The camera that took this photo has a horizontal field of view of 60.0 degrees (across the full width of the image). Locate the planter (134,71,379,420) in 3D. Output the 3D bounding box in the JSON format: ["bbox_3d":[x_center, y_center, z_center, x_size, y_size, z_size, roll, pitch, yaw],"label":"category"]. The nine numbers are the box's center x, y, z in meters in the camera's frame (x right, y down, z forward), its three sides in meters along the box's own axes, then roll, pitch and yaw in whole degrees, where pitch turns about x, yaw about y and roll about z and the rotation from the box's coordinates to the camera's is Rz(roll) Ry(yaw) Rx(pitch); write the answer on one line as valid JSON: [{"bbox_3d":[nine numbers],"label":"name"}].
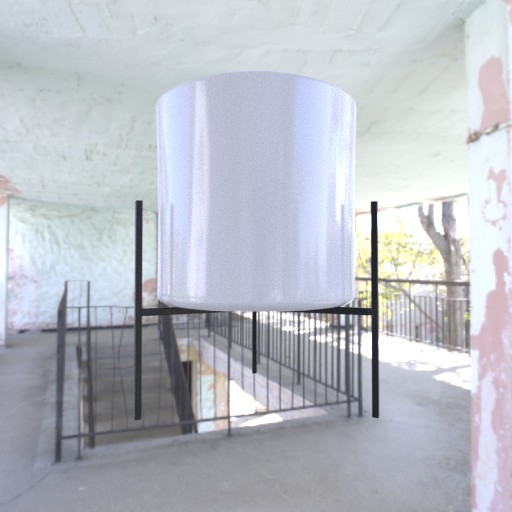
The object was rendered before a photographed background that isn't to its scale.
[{"bbox_3d":[0.000,0.000,0.754,0.360,0.480,0.361,0,-1,-1],"label":"planter"}]
